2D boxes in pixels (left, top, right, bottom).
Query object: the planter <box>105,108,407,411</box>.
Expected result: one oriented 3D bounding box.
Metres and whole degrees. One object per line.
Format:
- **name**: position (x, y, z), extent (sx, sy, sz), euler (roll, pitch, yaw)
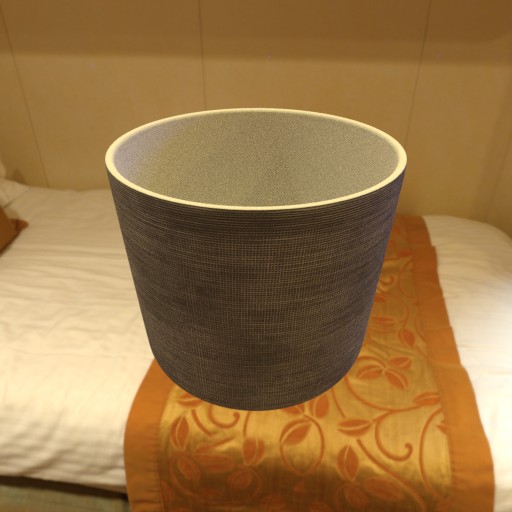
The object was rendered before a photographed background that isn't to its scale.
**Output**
- **planter**: position (0.000, 0.000, 0.776), extent (0.440, 0.398, 0.440), euler (0, 32, 0)
